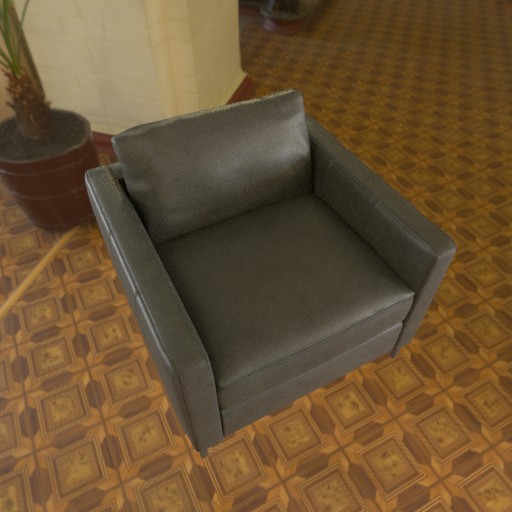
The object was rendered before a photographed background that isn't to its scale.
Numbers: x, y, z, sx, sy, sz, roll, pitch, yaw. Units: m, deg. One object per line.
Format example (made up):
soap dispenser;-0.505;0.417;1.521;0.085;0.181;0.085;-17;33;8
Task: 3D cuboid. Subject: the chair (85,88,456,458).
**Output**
chair;0.000;0.000;1.482;0.967;0.824;0.861;-21;51;-18
